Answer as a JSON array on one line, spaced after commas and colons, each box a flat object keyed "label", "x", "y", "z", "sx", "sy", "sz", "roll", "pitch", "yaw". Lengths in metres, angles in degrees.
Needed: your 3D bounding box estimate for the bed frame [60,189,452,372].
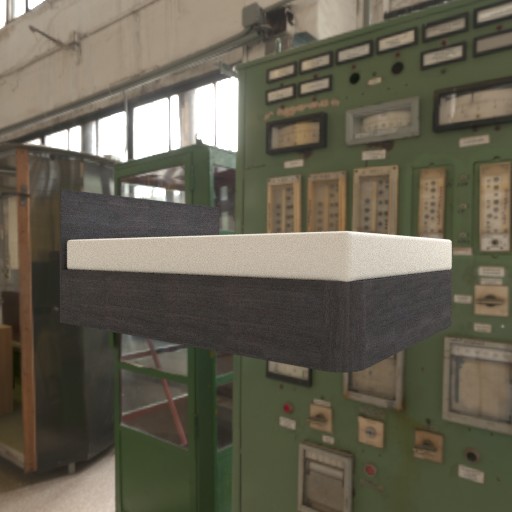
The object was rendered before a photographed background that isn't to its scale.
[{"label": "bed frame", "x": 0.000, "y": 0.000, "z": 2.639, "sx": 1.900, "sy": 0.800, "sz": 1.400, "roll": 0, "pitch": 1, "yaw": 38}]
